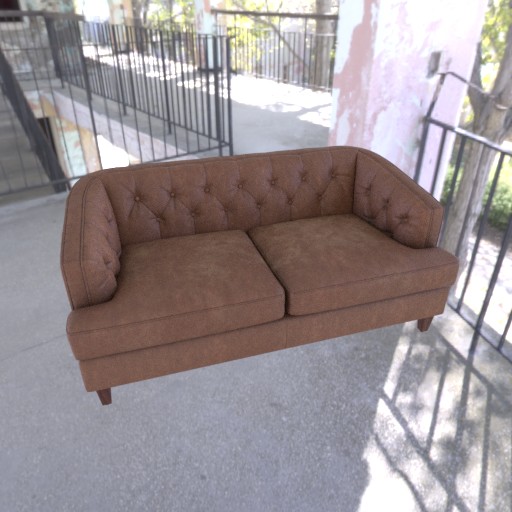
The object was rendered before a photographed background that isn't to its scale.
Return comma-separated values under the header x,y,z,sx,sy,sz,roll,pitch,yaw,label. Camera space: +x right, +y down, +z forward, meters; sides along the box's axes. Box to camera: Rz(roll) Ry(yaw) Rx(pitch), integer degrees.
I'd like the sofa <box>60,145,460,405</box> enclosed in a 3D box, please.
x,y,z,sx,sy,sz,roll,pitch,yaw,label
0.000,0.000,2.253,1.755,0.786,0.914,-9,32,-15,sofa
